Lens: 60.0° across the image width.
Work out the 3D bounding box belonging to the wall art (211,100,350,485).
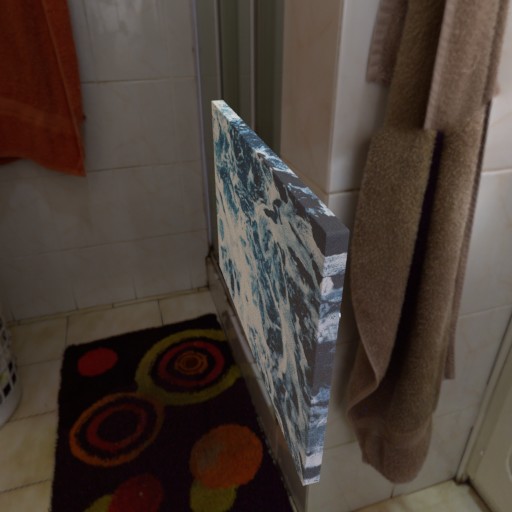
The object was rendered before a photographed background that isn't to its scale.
[{"bbox_3d":[0.000,0.000,1.169,0.042,0.610,0.915,-8,32,-13],"label":"wall art"}]
